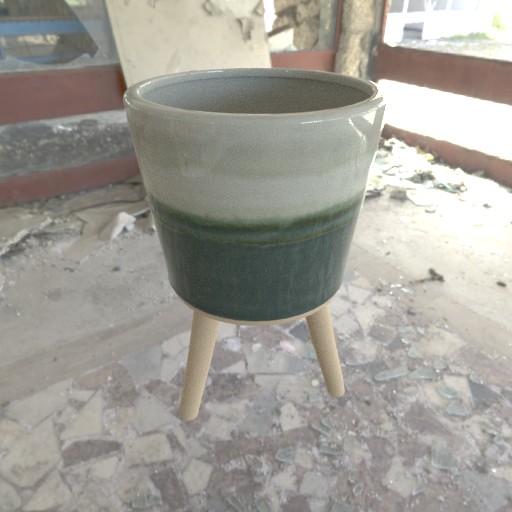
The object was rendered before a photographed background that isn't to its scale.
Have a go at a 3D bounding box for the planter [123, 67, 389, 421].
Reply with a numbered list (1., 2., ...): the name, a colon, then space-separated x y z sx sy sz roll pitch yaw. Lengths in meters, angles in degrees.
1. planter: 0.000 0.000 0.455 0.217 0.331 0.217 1 31 2
